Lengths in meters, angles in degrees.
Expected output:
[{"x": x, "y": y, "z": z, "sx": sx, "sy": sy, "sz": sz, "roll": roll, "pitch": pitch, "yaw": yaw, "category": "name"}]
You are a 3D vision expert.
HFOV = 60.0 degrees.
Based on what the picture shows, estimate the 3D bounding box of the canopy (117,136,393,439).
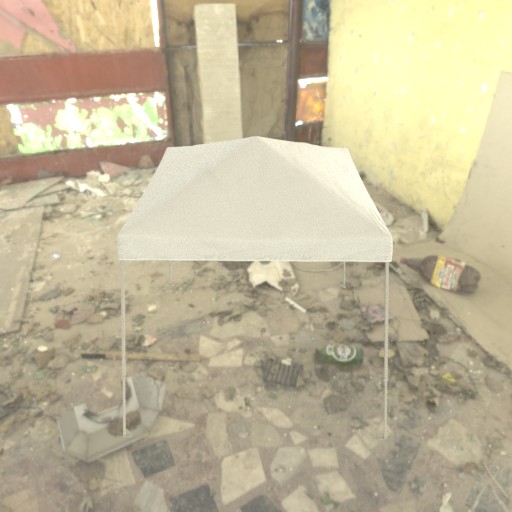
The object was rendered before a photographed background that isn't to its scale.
[{"x": 0.000, "y": 0.000, "z": 6.612, "sx": 3.599, "sy": 3.600, "sz": 3.600, "roll": 0, "pitch": 32, "yaw": 1, "category": "canopy"}]
